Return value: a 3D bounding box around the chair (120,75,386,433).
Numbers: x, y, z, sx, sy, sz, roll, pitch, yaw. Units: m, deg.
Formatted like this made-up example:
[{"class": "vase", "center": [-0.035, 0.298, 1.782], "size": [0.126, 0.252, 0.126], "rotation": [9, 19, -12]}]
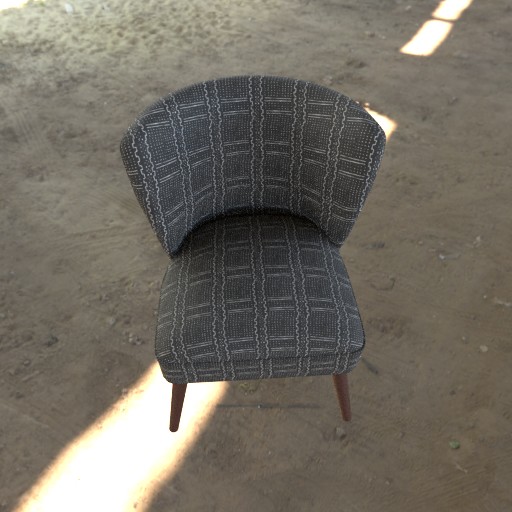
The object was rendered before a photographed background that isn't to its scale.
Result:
[{"class": "chair", "center": [0.000, 0.000, 1.424], "size": [0.710, 0.866, 0.758], "rotation": [-3, 46, -3]}]
